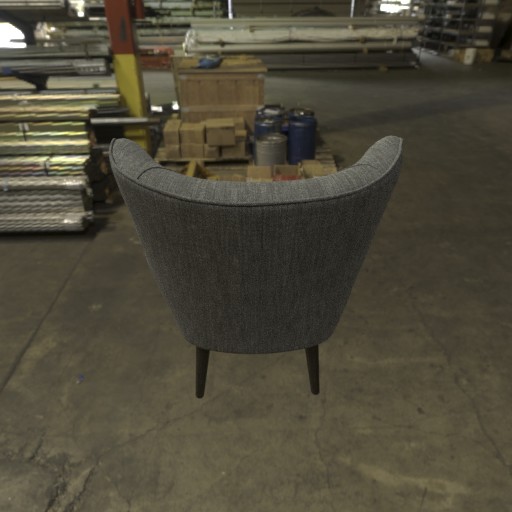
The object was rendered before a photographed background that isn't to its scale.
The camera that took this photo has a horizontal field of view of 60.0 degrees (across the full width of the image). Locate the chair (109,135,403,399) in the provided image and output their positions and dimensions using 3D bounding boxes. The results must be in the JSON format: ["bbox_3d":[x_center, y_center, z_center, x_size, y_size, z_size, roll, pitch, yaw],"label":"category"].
[{"bbox_3d":[0.000,0.000,1.560,0.781,0.933,0.888,-1,30,-2],"label":"chair"}]
